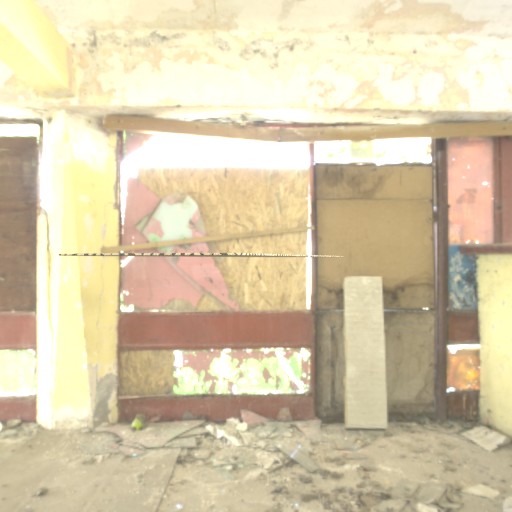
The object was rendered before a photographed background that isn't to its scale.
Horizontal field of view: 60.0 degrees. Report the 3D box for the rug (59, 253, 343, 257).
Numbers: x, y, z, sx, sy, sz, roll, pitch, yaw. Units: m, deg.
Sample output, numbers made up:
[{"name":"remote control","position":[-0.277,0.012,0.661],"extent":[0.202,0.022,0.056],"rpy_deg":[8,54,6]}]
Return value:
[{"name":"rug","position":[0.000,0.000,2.500],"extent":[0.676,0.008,2.277],"rpy_deg":[0,0,19]}]
